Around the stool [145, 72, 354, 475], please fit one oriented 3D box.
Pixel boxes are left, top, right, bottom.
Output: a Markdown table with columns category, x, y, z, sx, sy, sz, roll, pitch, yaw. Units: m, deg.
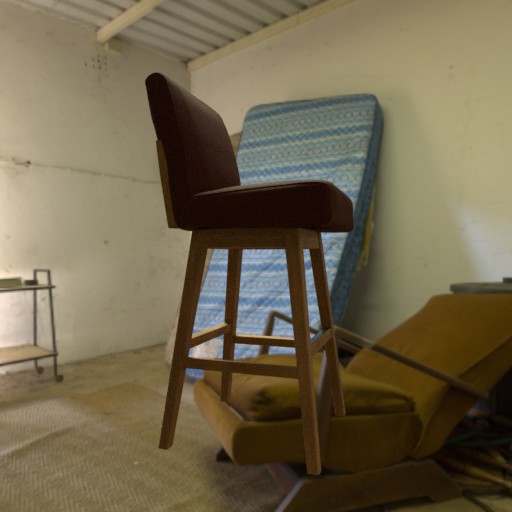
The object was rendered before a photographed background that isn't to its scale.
| category | x | y | z | sx | sy | sz | roll | pitch | yaw |
| --- | --- | --- | --- | --- | --- | --- | --- | --- | --- |
| stool | 0.000 | 0.000 | 1.399 | 0.562 | 1.093 | 0.468 | 0 | 0 | 20 |
